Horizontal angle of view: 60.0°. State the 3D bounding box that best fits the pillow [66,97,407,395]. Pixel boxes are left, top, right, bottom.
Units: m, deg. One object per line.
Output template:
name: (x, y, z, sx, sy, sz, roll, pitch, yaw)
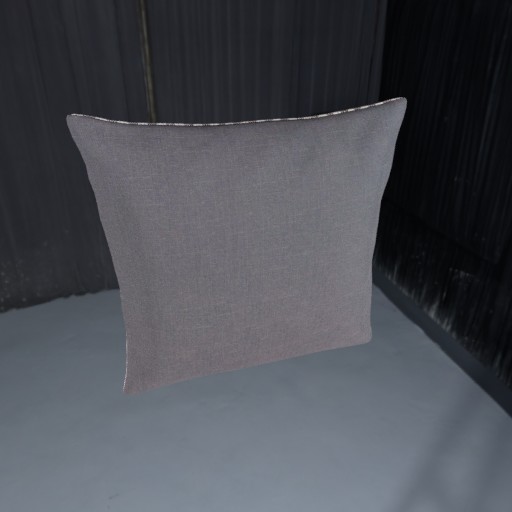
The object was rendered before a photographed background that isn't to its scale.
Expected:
pillow: (0.000, 0.000, 0.770, 0.523, 0.506, 0.166, -8, 29, -15)
